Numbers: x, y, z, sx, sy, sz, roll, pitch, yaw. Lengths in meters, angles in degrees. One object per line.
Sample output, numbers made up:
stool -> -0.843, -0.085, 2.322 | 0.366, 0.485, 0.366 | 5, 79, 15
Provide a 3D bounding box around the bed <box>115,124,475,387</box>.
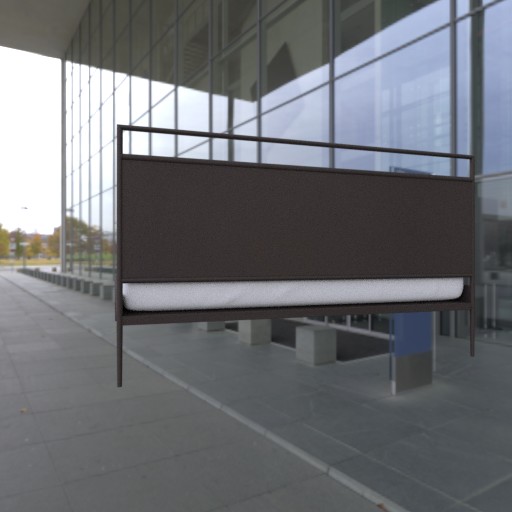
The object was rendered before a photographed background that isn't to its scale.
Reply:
bed -> 0.000, 0.000, 3.295 | 1.993, 1.173, 2.151 | 0, 0, -18
